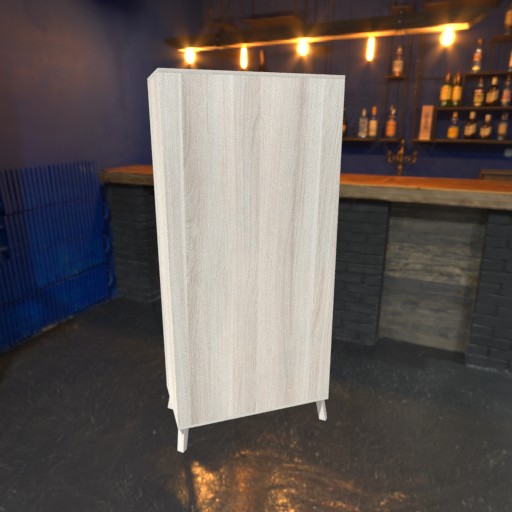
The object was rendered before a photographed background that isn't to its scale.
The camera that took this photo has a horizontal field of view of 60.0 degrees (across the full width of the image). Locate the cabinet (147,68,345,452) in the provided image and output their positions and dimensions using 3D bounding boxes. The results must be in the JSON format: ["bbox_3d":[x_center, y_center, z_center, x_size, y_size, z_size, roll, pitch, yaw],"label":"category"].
[{"bbox_3d":[0.000,0.000,2.640,0.969,1.957,1.272,8,18,25],"label":"cabinet"}]
